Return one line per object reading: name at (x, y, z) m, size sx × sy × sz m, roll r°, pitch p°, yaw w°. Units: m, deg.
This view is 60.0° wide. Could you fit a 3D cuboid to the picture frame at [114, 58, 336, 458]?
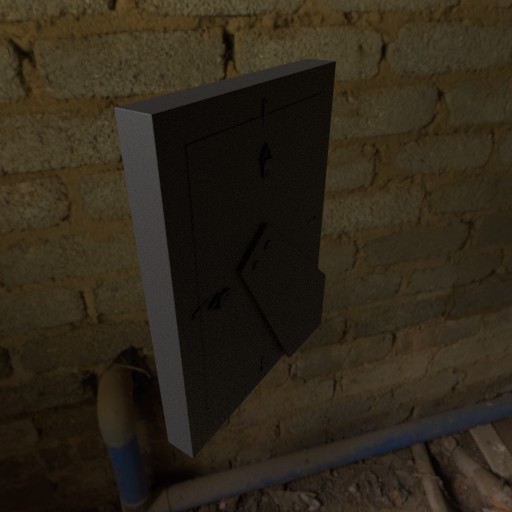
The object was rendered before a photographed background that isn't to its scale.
picture frame at (0.000, 0.000, 0.277) m, size 0.028 × 0.208 × 0.157 m, roll 20°, pitch 37°, yaw 28°
